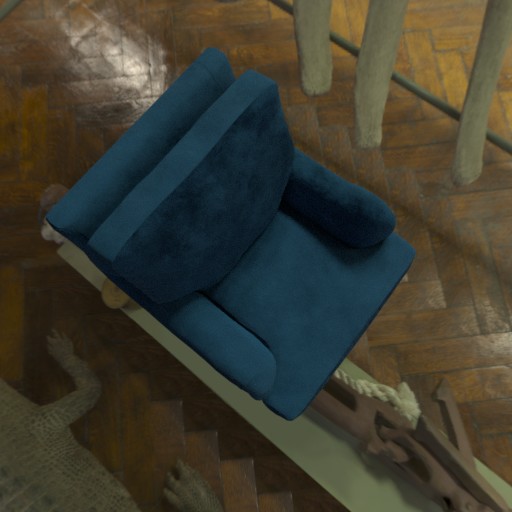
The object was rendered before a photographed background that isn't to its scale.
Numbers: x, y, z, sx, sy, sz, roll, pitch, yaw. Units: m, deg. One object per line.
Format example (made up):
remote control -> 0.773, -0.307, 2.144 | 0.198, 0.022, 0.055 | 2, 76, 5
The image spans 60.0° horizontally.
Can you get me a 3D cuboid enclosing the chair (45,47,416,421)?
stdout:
chair -> 0.000, 0.000, 1.829 | 1.078, 1.076, 0.895 | 38, 79, 9
